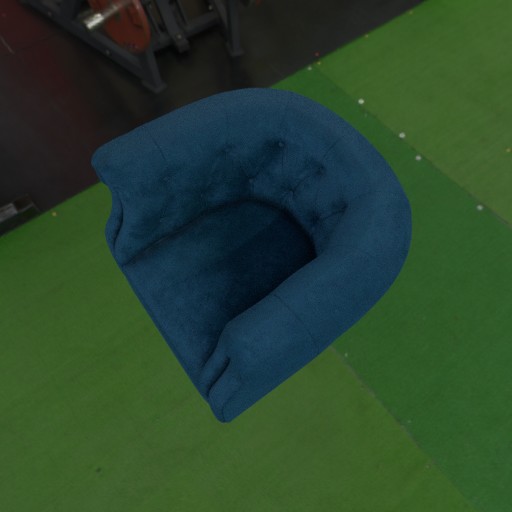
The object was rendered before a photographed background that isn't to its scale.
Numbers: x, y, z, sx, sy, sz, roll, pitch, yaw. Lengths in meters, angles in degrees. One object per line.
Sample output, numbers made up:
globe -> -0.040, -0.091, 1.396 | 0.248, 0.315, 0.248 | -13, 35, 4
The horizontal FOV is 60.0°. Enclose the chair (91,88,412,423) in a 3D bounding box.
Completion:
chair -> 0.000, 0.000, 1.605 | 0.851, 0.826, 0.904 | -33, 67, -16
